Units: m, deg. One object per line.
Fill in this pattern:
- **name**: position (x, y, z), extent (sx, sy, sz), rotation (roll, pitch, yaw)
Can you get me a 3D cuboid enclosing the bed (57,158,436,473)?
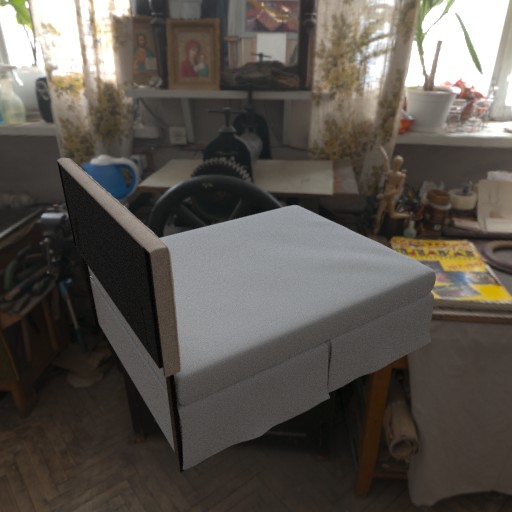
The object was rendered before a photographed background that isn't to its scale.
- **bed**: position (0.000, 0.000, 2.991), extent (1.978, 1.270, 1.643), rotation (-17, 32, -30)
